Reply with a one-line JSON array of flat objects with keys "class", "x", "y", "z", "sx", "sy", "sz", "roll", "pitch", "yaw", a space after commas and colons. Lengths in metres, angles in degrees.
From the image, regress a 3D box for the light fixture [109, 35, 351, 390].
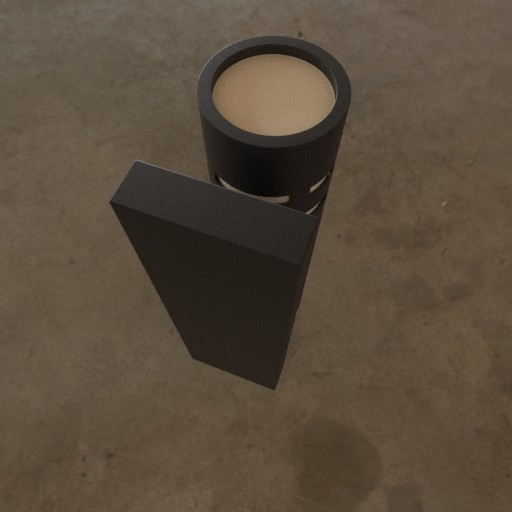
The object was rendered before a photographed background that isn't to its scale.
[{"class": "light fixture", "x": 0.000, "y": 0.000, "z": 0.394, "sx": 0.105, "sy": 0.330, "sz": 0.149, "roll": 19, "pitch": 65, "yaw": 9}]
